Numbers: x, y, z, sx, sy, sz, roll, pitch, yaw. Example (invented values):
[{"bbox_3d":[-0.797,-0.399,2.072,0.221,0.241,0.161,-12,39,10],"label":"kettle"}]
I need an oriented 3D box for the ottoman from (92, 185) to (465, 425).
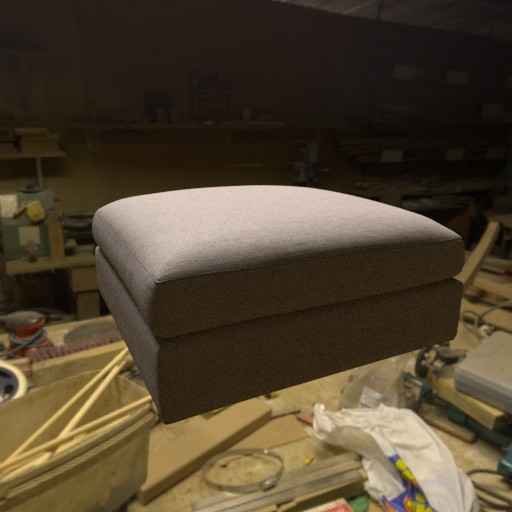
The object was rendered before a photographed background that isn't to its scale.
[{"bbox_3d":[0.000,0.000,1.655,1.041,0.470,1.041,-8,18,-26],"label":"ottoman"}]
